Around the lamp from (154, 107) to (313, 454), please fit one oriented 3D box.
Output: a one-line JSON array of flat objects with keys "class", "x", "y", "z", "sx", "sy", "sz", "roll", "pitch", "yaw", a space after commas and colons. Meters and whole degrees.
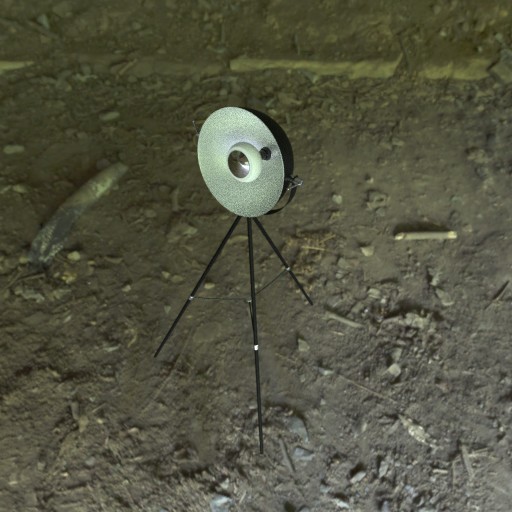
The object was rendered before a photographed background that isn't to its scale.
[{"class": "lamp", "x": 0.000, "y": 0.000, "z": 2.024, "sx": 0.817, "sy": 1.512, "sz": 0.920, "roll": 30, "pitch": 53, "yaw": 26}]
